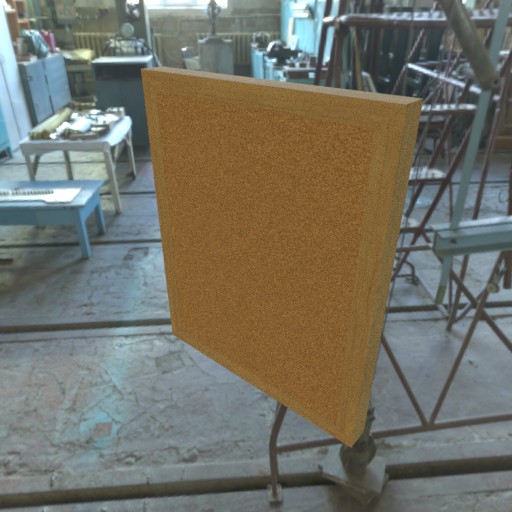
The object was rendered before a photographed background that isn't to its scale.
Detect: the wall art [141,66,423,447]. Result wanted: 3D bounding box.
[{"bbox_3d":[0.000,0.000,0.512,0.312,0.380,0.030,23,37,34],"label":"wall art"}]
